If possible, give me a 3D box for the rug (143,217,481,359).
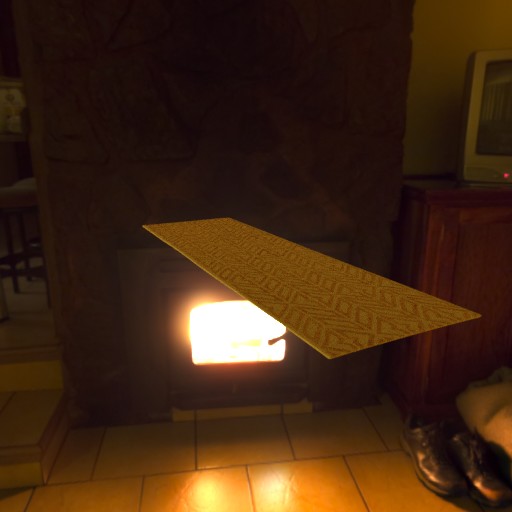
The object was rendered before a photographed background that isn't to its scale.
[{"bbox_3d":[0.000,0.000,2.633,0.750,0.009,2.435,-8,17,-27],"label":"rug"}]
